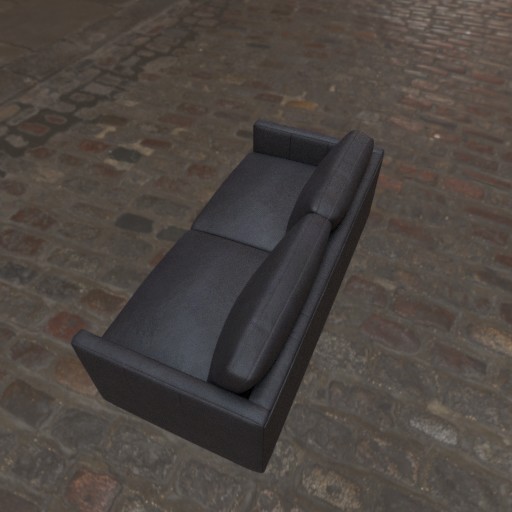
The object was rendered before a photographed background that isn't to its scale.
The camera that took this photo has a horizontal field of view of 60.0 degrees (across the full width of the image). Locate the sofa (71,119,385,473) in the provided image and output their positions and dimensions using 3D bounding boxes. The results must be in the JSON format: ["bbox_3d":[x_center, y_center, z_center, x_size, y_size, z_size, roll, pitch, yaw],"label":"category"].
[{"bbox_3d":[0.000,0.000,2.505,0.933,0.863,1.971,18,50,16],"label":"sofa"}]
